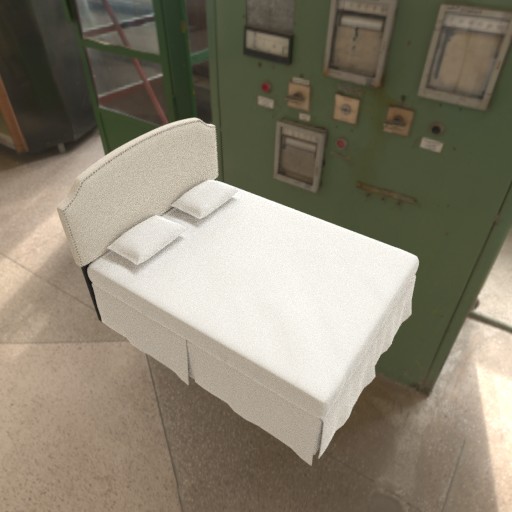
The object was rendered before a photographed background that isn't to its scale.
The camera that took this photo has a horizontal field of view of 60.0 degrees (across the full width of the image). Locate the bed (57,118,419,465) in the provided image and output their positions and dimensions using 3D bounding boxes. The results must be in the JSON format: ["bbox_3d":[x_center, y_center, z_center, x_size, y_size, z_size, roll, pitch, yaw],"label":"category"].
[{"bbox_3d":[0.000,0.000,3.098,1.999,1.270,1.558,24,46,26],"label":"bed"}]
